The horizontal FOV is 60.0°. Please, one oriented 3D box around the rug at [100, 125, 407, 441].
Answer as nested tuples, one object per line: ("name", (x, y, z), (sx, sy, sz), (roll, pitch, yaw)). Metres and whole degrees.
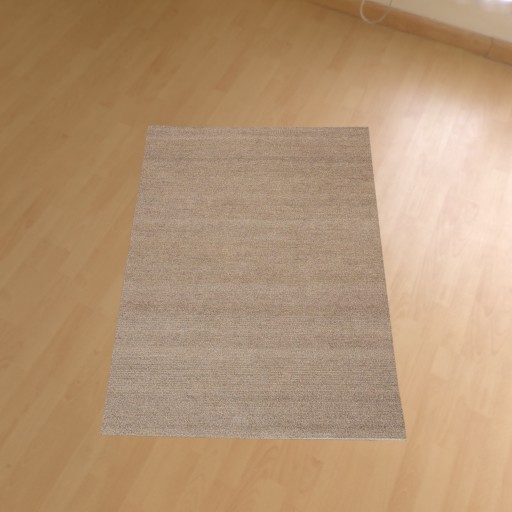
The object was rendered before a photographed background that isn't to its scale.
("rug", (0.000, 0.000, 4.245), (2.467, 0.046, 3.245), (1, 64, 0))
